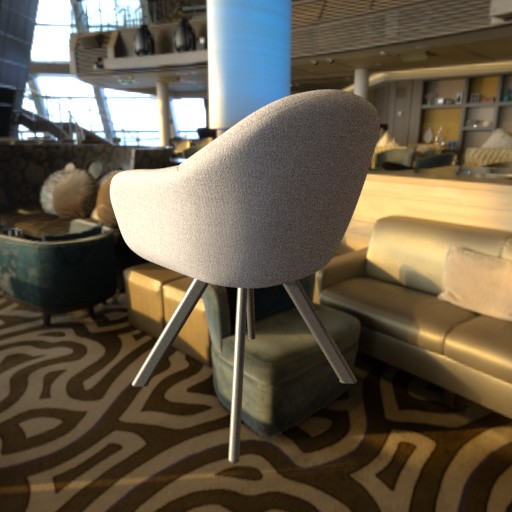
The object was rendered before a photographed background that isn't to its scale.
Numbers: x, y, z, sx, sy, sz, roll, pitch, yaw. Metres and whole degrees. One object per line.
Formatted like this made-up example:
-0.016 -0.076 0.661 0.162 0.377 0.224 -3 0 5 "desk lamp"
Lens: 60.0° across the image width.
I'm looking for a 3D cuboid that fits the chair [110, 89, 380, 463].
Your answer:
0.000 0.000 1.168 0.590 0.795 0.550 -15 21 -42 "chair"
